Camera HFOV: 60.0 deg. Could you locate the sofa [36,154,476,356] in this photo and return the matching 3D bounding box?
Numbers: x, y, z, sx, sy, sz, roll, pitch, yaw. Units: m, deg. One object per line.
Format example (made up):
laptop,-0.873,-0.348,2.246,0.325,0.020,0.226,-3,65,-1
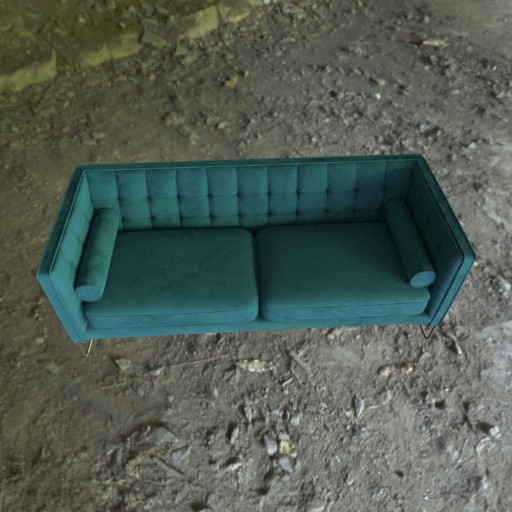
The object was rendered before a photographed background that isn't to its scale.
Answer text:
sofa,0.000,0.000,2.607,2.087,0.789,0.867,-2,47,-2
